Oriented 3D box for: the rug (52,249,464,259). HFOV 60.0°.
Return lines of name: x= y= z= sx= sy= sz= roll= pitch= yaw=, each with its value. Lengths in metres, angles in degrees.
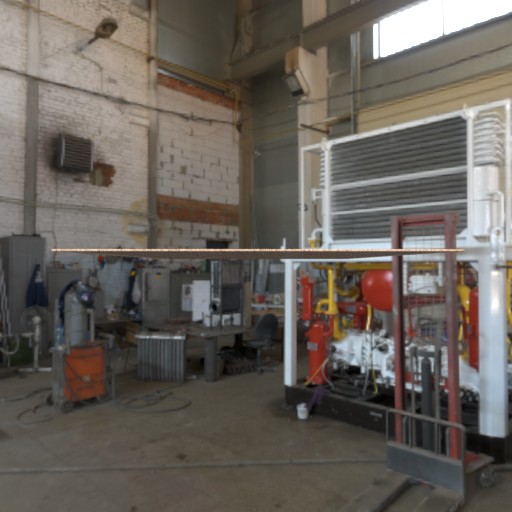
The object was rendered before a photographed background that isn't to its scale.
rug: x=0.000 y=0.000 z=4.219 sx=2.448 sy=0.013 sz=3.205 roll=0 pitch=-1 yaw=-1
